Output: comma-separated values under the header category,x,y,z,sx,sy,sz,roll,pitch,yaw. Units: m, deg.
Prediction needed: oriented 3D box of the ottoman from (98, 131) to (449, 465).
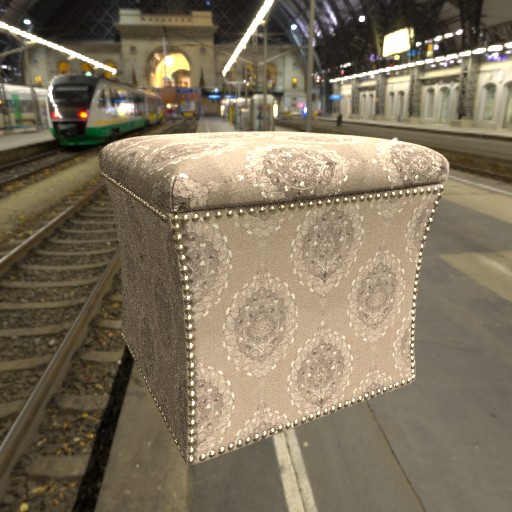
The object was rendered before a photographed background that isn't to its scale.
category,x,y,z,sx,sy,sz,roll,pitch,yaw
ottoman,0.000,0.000,0.890,0.507,0.473,0.497,-9,21,-26
